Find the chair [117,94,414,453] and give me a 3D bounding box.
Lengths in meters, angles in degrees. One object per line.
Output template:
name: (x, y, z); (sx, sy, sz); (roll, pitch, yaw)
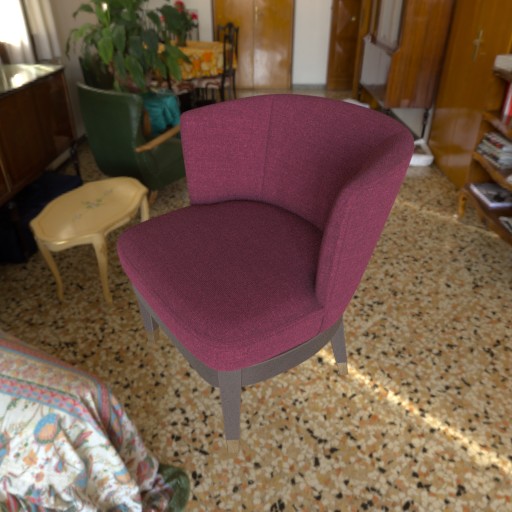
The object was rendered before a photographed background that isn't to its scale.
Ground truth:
chair: (0.000, 0.000, 1.255); (0.660, 0.760, 0.700); (-20, 37, -29)
